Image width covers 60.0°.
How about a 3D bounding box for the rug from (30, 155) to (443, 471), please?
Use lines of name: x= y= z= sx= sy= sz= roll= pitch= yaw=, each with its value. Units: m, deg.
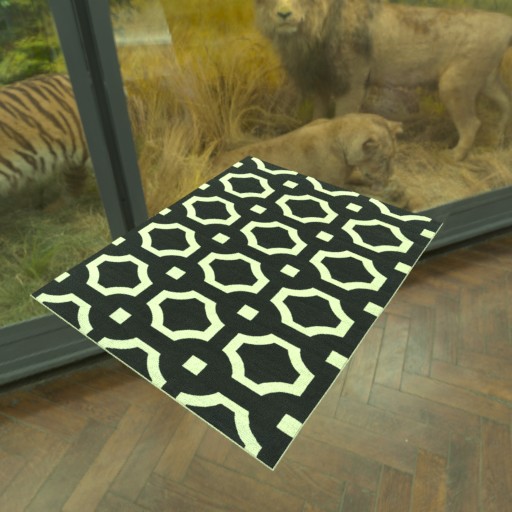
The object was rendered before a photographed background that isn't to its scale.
rug: x=0.000 y=0.000 z=4.096 sx=2.466 sy=0.021 sz=3.049 roll=25 pitch=46 yaw=27
